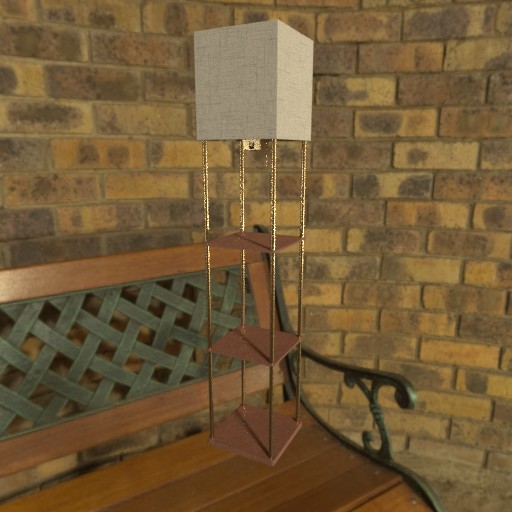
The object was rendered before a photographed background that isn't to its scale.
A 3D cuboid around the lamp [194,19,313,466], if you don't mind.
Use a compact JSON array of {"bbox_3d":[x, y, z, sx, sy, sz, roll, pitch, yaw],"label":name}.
[{"bbox_3d":[0.000,0.000,1.722,0.310,1.569,0.308,7,15,27],"label":"lamp"}]
